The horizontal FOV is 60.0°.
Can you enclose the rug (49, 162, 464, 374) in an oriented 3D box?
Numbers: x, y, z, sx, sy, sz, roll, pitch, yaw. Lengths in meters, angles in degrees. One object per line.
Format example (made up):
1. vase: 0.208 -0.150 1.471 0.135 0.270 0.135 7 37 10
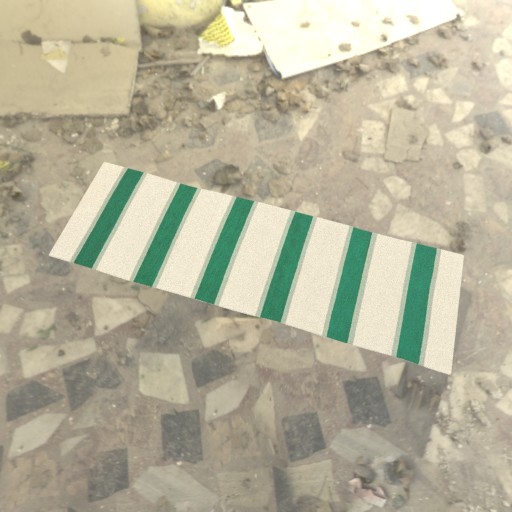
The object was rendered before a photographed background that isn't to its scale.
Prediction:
1. rug: 0.000 0.000 2.727 2.438 0.012 0.768 15 64 8
